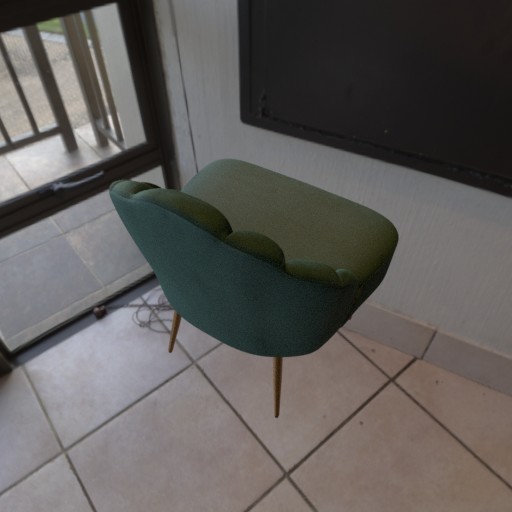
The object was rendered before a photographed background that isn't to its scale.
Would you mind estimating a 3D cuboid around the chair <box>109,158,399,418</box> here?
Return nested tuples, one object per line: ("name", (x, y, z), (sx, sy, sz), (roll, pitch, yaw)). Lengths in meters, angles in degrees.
("chair", (0.000, 0.000, 1.250), (0.657, 0.819, 0.599), (25, 52, 21))
